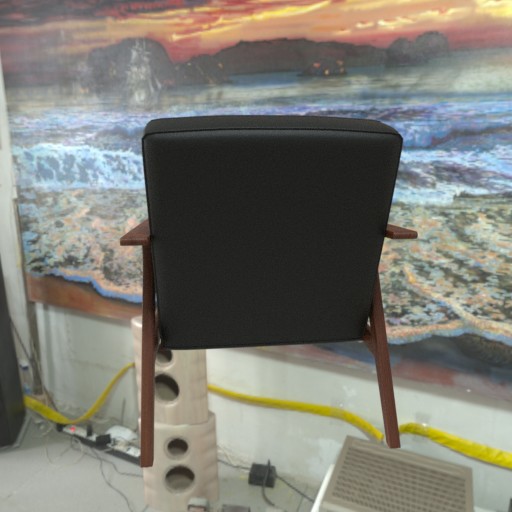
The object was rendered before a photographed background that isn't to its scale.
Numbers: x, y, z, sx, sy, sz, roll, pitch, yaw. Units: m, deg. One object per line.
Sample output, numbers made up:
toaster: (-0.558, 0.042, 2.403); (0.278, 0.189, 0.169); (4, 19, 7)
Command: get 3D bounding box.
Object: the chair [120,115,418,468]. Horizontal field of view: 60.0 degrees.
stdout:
chair: (0.000, 0.000, 1.474); (0.719, 0.861, 0.889); (-2, 14, -6)
